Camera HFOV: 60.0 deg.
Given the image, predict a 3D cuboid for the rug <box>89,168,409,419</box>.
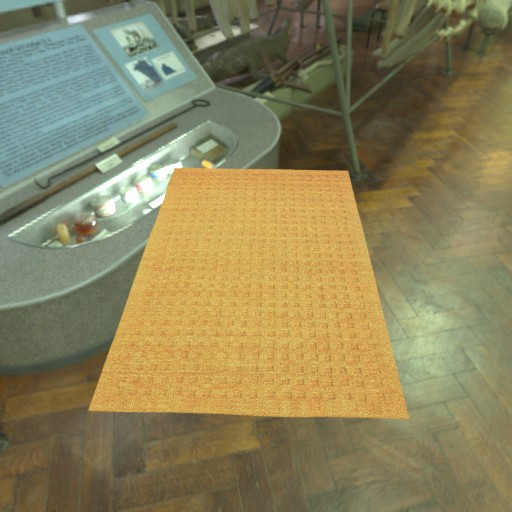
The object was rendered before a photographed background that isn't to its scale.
[{"bbox_3d":[0.000,0.000,2.238,1.143,0.006,1.747,1,40,1],"label":"rug"}]
